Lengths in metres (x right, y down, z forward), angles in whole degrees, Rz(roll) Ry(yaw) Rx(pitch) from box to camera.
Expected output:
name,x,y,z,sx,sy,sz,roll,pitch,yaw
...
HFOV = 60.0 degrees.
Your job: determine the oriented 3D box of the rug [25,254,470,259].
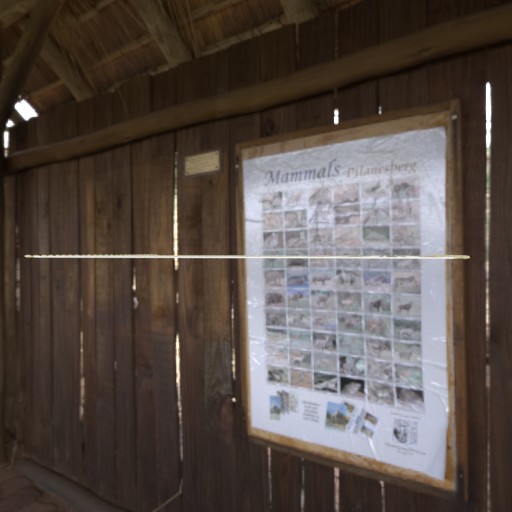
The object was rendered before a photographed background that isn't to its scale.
name,x,y,z,sx,sy,sz,roll,pitch,yaw
rug,0.000,0.000,2.301,1.875,0.013,1.162,0,0,17
